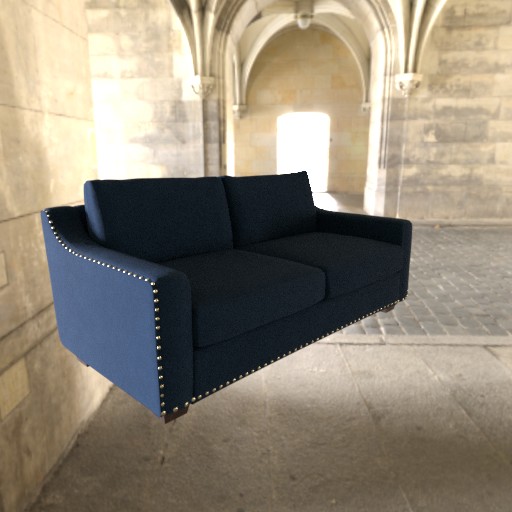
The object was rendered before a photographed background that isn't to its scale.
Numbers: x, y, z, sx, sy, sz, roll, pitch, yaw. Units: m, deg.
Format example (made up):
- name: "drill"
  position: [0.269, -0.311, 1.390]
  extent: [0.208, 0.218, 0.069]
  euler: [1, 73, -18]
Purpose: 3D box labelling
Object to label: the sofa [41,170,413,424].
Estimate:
- name: "sofa"
  position: [0.000, 0.000, 2.741]
  extent: [1.104, 0.983, 2.107]
  euler: [13, 18, 43]
